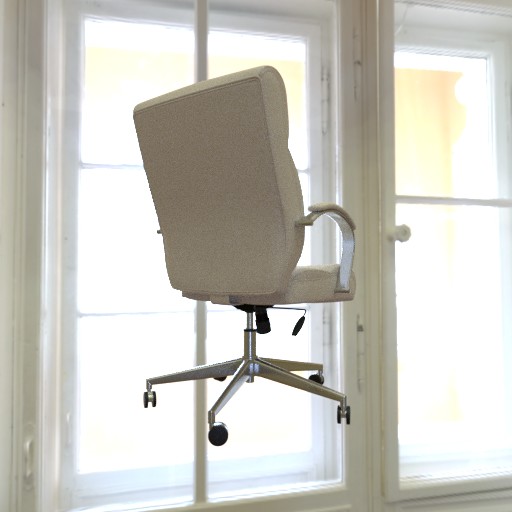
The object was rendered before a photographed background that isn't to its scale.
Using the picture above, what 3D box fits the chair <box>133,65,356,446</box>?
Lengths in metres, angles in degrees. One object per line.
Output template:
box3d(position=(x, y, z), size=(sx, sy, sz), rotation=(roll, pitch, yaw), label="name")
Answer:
box3d(position=(0.000, 0.000, 1.629), size=(0.727, 1.099, 0.745), rotation=(-1, -1, 35), label="chair")
